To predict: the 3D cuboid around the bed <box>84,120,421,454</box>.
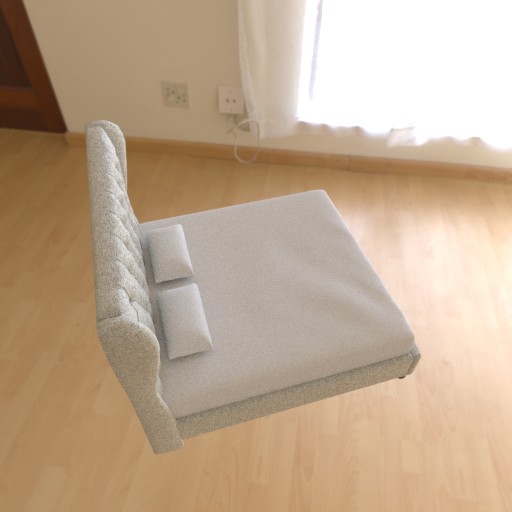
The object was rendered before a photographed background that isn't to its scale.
[{"bbox_3d":[0.000,0.000,3.819,2.347,1.771,2.219,-12,49,-11],"label":"bed"}]
